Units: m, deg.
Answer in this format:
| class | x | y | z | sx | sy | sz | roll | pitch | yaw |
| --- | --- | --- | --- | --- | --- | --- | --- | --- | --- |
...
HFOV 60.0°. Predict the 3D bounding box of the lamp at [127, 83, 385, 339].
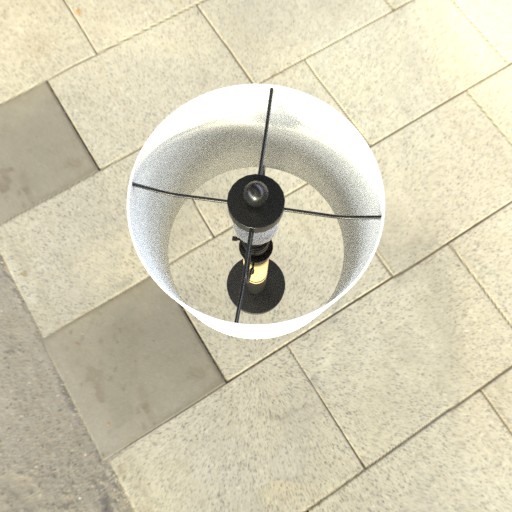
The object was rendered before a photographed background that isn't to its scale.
| class | x | y | z | sx | sy | sz | roll | pitch | yaw |
| --- | --- | --- | --- | --- | --- | --- | --- | --- | --- |
| lamp | 0.000 | 0.000 | 0.810 | 0.305 | 0.640 | 0.305 | -33 | 79 | -8 |
